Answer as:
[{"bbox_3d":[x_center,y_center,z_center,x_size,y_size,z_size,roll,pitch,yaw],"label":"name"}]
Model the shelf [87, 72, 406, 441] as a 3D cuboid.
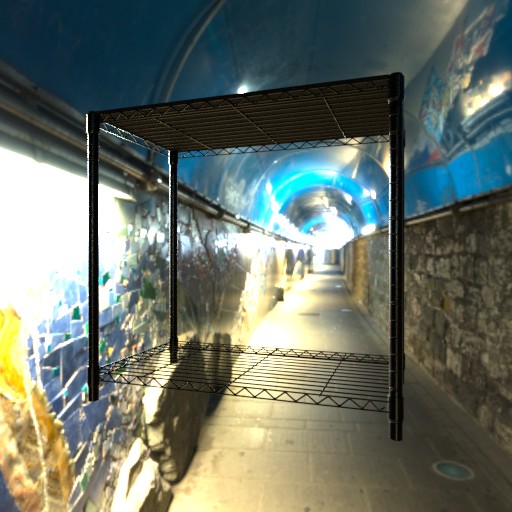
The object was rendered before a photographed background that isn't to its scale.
[{"bbox_3d":[0.000,0.000,0.925,0.589,0.564,0.338,0,0,19],"label":"shelf"}]
